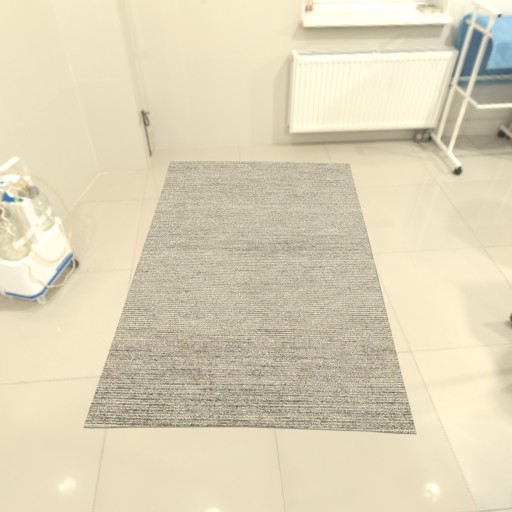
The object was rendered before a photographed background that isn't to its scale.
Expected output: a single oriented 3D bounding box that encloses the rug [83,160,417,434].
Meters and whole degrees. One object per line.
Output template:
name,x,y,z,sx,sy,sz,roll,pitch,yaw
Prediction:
rug,0.000,0.000,2.199,1.162,0.022,1.804,1,43,1
